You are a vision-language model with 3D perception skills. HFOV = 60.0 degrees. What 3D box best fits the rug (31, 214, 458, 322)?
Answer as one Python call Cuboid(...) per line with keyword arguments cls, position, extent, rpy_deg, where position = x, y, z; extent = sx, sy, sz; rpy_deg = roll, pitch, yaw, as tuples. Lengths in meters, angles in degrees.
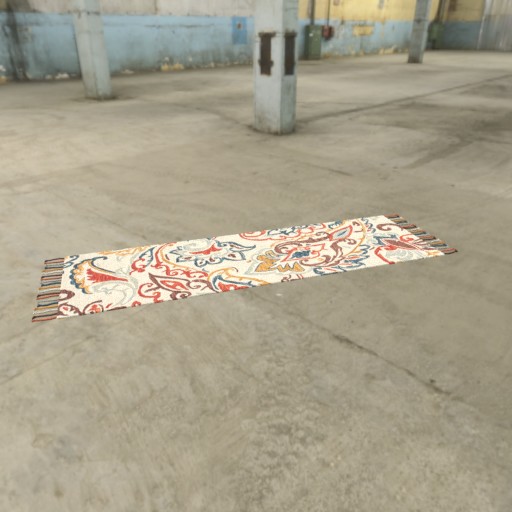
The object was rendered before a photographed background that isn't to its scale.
Cuboid(cls="rug", position=(0.000, 0.000, 2.976), extent=(2.682, 0.015, 0.763), rpy_deg=(-8, 28, -16))
